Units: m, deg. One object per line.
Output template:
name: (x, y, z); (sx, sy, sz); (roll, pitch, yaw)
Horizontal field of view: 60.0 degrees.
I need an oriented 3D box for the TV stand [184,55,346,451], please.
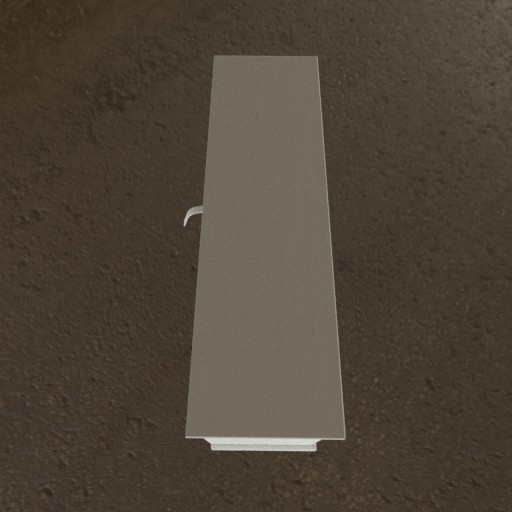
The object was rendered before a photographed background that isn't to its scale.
TV stand: (0.000, 0.000, 1.497); (0.424, 0.624, 1.187); (1, 64, 0)
